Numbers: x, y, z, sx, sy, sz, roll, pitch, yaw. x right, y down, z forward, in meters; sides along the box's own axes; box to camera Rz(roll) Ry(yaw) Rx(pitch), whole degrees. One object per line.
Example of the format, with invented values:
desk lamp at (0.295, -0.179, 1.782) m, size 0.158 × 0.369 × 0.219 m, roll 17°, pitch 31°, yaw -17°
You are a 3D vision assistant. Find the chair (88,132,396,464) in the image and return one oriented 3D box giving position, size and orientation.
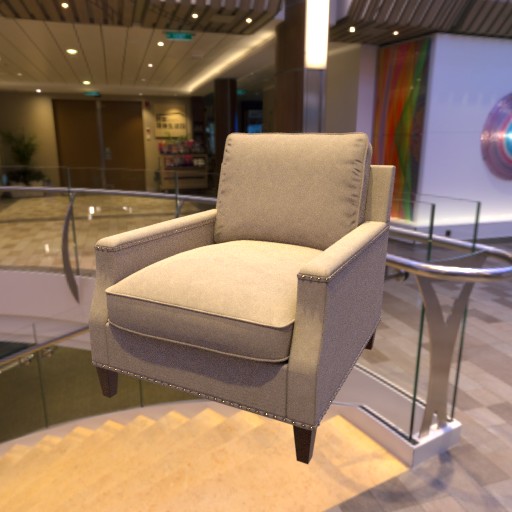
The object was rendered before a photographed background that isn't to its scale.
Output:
chair at (0.000, 0.000, 1.733) m, size 0.853 × 0.943 × 1.014 m, roll 7°, pitch 16°, yaw 26°
